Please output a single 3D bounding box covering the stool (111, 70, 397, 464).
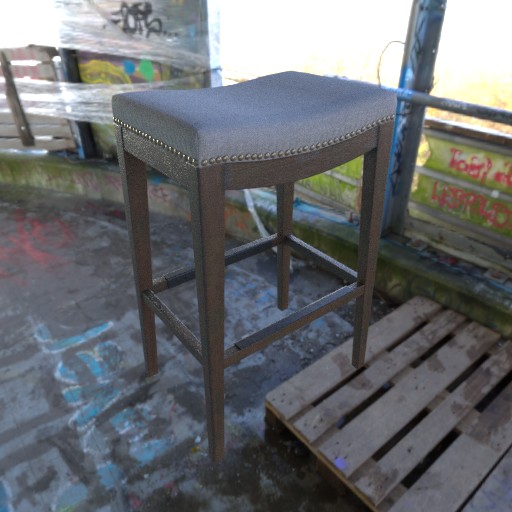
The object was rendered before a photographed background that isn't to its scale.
[{"bbox_3d":[0.000,0.000,1.062,0.508,0.762,0.356,-22,38,-31],"label":"stool"}]
